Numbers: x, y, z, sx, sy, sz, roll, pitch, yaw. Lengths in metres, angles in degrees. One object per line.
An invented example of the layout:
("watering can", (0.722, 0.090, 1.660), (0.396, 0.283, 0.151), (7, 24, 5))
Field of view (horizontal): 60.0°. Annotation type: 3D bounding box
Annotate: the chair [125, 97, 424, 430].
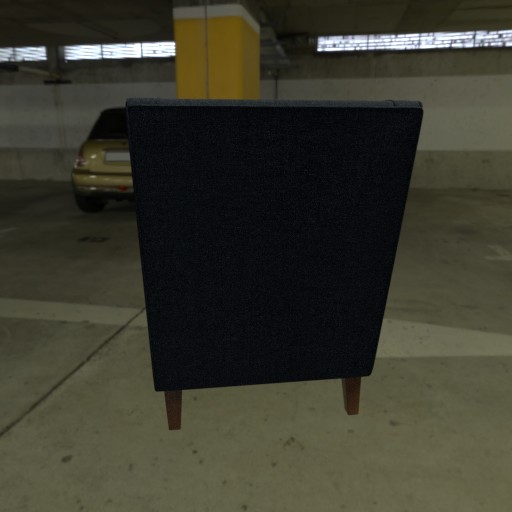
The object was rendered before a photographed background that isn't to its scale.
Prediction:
("chair", (0.000, 0.000, 1.682), (0.764, 1.072, 0.947), (-2, 15, -7))
